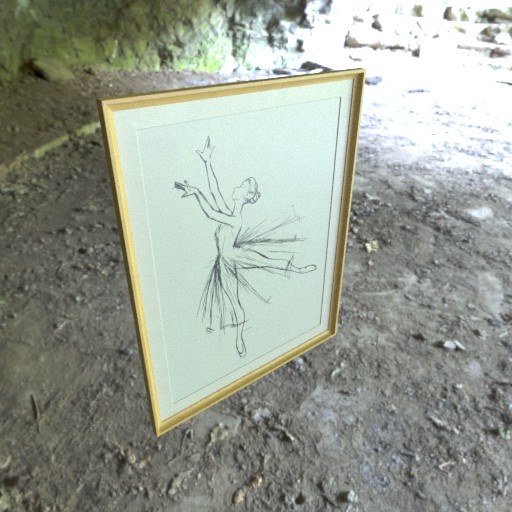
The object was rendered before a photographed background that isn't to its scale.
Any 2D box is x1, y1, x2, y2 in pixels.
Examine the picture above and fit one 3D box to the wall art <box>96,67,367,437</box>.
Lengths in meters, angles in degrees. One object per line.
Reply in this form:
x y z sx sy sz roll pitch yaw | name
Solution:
0.000 0.000 1.348 0.798 1.002 0.030 -21 36 -32 | wall art
